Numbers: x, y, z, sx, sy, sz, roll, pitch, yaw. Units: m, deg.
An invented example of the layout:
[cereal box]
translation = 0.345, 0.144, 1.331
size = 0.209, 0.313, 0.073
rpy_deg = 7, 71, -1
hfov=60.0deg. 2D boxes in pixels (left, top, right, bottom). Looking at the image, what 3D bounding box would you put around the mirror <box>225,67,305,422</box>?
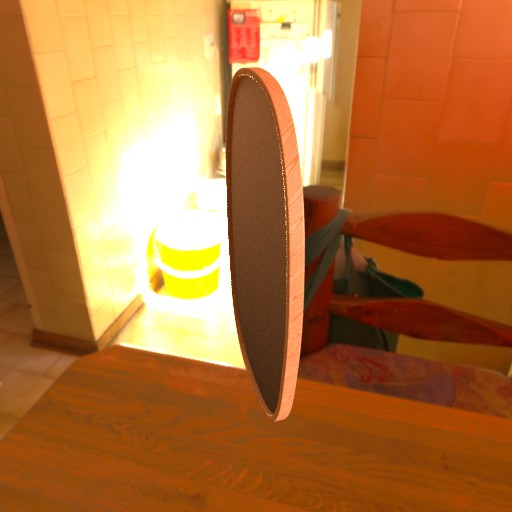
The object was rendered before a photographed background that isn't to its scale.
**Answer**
[mirror]
translation = 0.000, 0.000, 1.371
size = 0.037, 1.075, 0.724
rpy_deg = -7, 29, -13
